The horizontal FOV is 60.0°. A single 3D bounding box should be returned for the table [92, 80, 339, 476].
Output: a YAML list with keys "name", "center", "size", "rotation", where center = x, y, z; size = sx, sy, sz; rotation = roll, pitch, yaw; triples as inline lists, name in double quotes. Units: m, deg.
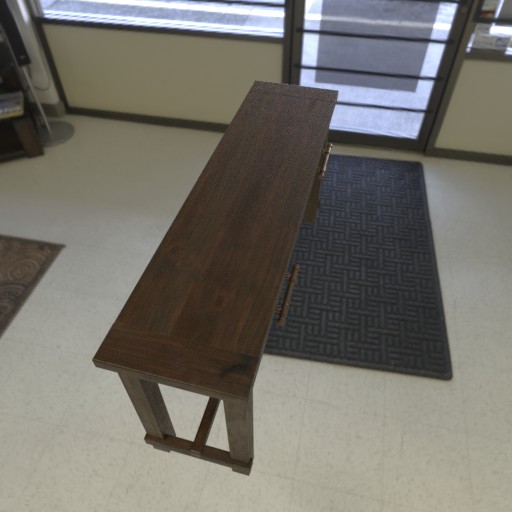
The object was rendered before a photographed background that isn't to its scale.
- name: "table"
  center: [0.000, 0.000, 1.896]
  size: [0.442, 0.762, 1.599]
  rotation: [11, 48, 10]
